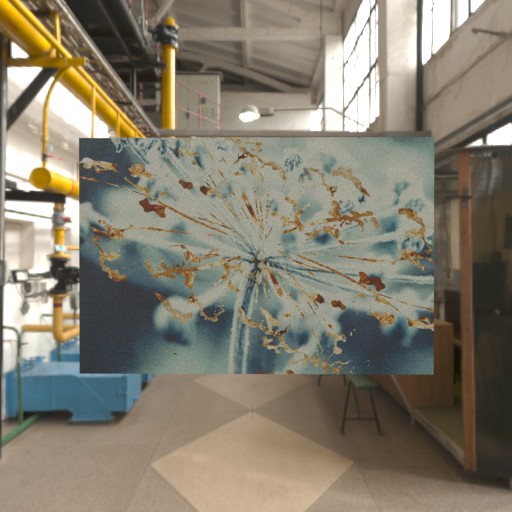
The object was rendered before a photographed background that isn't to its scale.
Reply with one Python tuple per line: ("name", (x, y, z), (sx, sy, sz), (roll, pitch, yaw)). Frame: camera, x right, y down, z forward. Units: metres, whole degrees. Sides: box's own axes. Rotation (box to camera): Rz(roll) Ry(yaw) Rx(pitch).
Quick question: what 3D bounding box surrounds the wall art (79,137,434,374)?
("wall art", (0.000, 0.000, 1.440), (1.138, 0.759, 0.035), (0, 0, 1))
